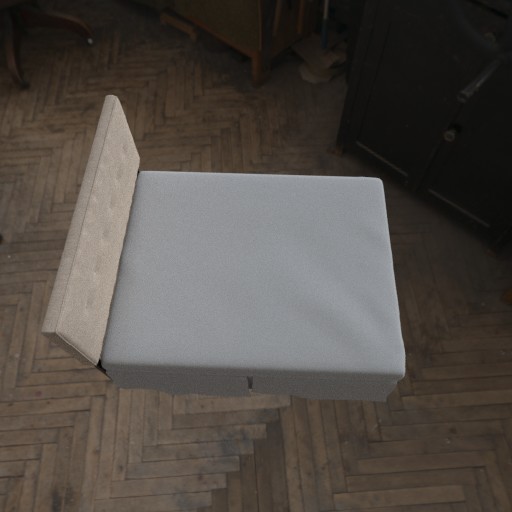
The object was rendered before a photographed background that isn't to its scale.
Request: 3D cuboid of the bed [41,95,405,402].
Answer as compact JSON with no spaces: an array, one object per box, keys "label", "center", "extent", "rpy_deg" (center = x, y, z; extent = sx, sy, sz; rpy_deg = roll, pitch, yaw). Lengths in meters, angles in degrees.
[{"label":"bed","center":[0.000,0.000,2.994],"extent":[1.978,1.270,1.643],"rpy_deg":[2,62,1]}]
